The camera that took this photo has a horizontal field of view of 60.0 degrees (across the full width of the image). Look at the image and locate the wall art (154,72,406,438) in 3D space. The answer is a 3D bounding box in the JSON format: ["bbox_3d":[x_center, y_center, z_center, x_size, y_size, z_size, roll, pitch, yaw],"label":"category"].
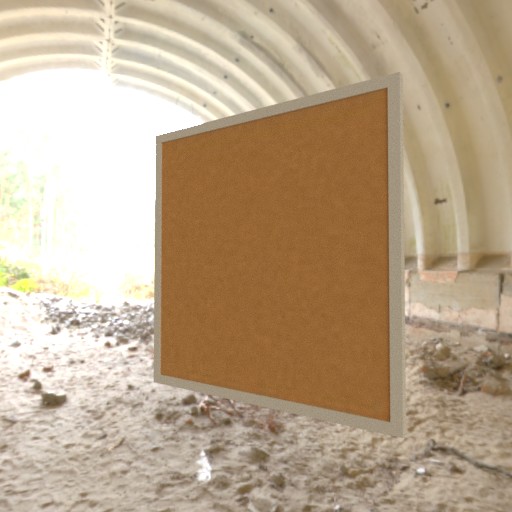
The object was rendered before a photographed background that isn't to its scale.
[{"bbox_3d":[0.000,0.000,0.692,0.457,0.457,0.012,-1,-2,36],"label":"wall art"}]
